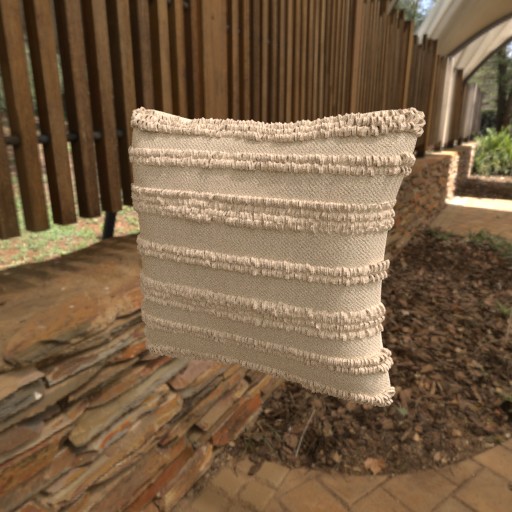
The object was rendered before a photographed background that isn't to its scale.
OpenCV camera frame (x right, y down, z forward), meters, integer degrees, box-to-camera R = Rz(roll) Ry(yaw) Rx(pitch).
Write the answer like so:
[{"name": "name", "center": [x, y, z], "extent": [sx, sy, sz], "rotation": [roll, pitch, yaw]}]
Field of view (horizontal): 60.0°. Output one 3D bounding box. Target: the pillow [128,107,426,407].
[{"name": "pillow", "center": [0.000, 0.000, 0.664], "extent": [0.437, 0.427, 0.145], "rotation": [8, 19, 24]}]
